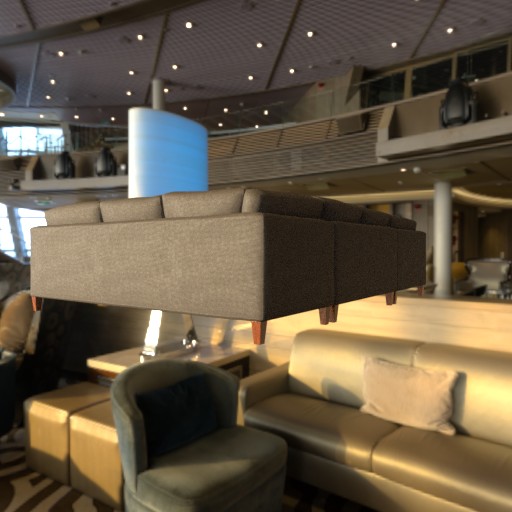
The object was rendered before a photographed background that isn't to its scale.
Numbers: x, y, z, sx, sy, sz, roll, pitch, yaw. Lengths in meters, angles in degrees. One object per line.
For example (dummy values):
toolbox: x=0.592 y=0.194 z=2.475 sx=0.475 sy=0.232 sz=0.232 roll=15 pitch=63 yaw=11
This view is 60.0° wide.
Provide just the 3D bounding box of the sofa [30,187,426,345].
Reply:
sofa: x=0.000 y=0.000 z=4.617 sx=2.594 sy=0.961 sz=3.460 roll=1 pitch=1 yaw=36
